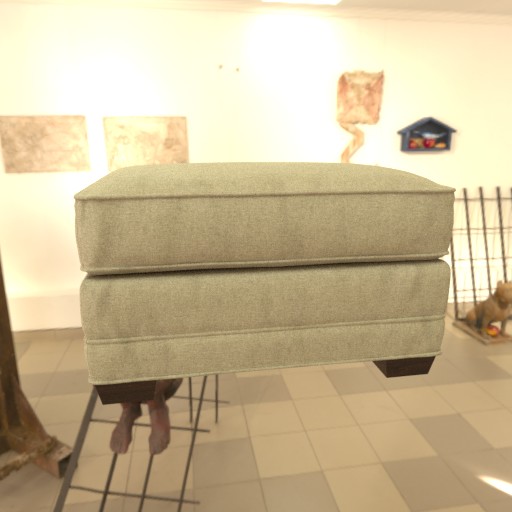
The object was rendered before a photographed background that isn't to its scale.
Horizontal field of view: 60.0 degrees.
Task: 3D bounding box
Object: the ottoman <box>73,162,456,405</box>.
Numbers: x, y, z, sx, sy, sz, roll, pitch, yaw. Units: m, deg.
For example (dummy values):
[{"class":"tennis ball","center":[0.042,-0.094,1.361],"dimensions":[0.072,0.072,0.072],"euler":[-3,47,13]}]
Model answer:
[{"class":"ottoman","center":[0.000,0.000,1.238],"dimensions":[0.848,0.508,0.611],"euler":[-3,15,-9]}]
